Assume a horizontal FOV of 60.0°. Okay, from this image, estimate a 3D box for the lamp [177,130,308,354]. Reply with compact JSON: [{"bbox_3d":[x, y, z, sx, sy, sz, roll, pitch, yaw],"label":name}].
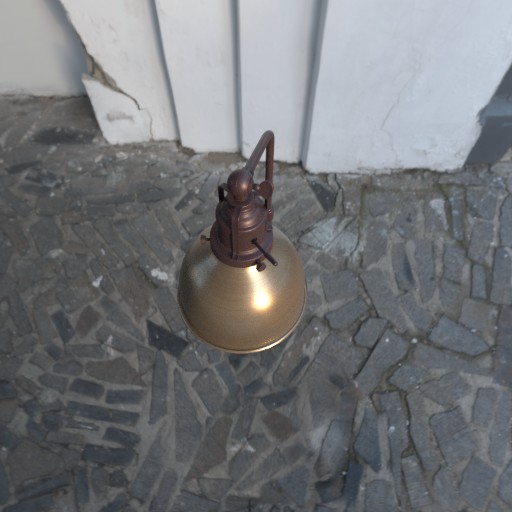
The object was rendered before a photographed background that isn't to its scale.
[{"bbox_3d":[0.000,0.000,0.622,0.175,0.469,0.298,16,61,9],"label":"lamp"}]
